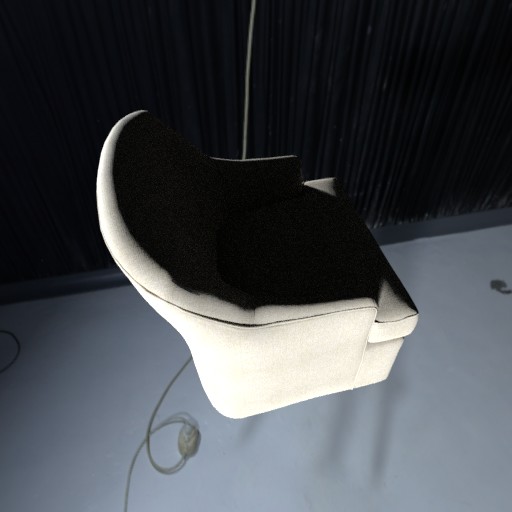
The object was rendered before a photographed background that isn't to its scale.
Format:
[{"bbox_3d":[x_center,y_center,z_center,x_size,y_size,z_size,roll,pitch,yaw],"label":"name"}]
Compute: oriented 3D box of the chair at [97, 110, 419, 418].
[{"bbox_3d":[0.000,0.000,1.593,0.923,0.856,0.864,-10,47,-9],"label":"chair"}]
